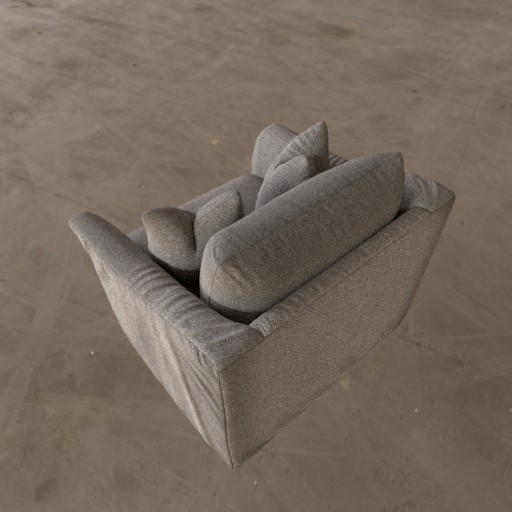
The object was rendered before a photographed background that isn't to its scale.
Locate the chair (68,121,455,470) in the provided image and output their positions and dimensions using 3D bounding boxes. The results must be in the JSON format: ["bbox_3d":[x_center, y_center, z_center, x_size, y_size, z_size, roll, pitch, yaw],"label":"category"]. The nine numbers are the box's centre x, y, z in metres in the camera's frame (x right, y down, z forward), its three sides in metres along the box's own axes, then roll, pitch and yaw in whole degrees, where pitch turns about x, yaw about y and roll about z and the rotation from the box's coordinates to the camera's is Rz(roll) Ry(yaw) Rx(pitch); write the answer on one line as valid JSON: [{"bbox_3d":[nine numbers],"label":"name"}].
[{"bbox_3d":[0.000,0.000,1.987,1.194,1.059,1.071,-32,55,-26],"label":"chair"}]
